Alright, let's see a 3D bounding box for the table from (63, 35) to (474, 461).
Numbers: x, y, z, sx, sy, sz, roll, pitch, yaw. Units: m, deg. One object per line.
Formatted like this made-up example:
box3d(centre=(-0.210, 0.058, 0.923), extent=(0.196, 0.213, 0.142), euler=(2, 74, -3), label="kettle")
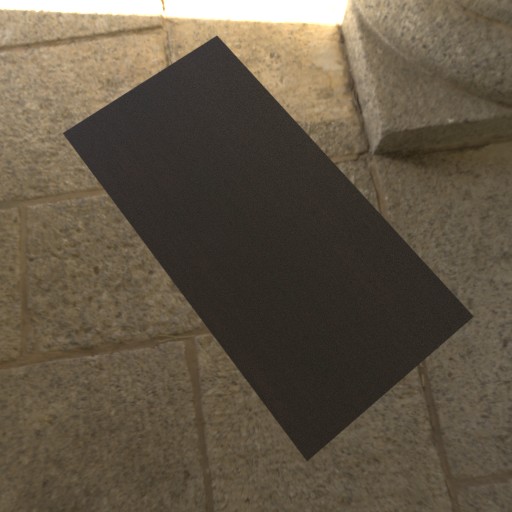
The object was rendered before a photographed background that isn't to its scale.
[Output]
box3d(centre=(0.000, 0.000, 1.401), extent=(0.499, 0.660, 0.991), euler=(-37, 77, -10), label="table")
